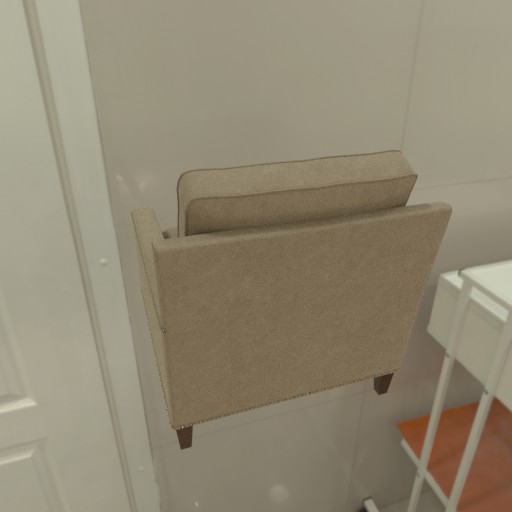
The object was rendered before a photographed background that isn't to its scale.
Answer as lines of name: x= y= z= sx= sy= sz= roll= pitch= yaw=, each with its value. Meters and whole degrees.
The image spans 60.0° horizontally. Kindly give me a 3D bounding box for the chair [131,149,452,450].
chair: x=0.000 y=0.000 z=1.707 sx=0.853 sy=0.943 sz=1.014 roll=-9 pitch=29 yaw=-17
